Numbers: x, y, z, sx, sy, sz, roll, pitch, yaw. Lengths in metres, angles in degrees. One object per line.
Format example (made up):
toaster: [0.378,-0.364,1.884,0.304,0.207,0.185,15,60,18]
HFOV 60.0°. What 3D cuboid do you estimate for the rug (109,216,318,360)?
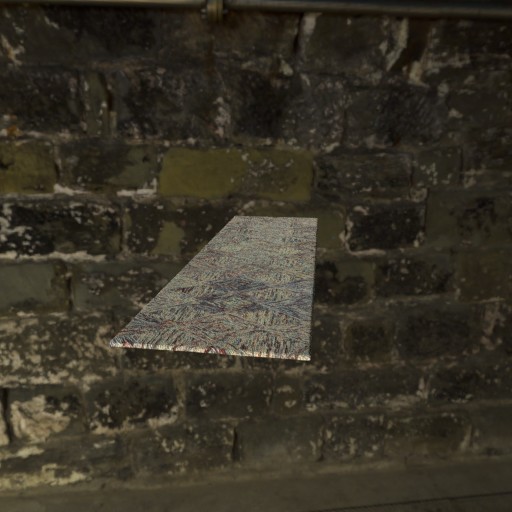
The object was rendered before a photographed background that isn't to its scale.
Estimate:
rug: [0.000,0.000,2.551,0.688,0.015,2.292,2,16,8]
